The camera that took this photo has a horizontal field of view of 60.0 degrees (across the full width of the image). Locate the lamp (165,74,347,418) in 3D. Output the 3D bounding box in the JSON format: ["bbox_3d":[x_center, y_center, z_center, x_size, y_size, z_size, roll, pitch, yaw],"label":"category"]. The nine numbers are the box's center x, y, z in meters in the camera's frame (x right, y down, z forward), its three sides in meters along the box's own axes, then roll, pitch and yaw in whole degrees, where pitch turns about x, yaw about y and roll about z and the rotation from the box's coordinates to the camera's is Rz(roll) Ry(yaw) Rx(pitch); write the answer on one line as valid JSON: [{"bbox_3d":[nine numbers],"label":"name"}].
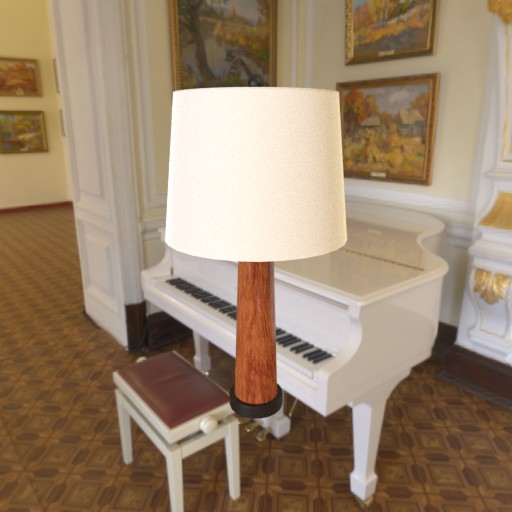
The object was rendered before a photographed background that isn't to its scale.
[{"bbox_3d":[0.000,0.000,0.875,0.349,0.667,0.349,0,17,0],"label":"lamp"}]
